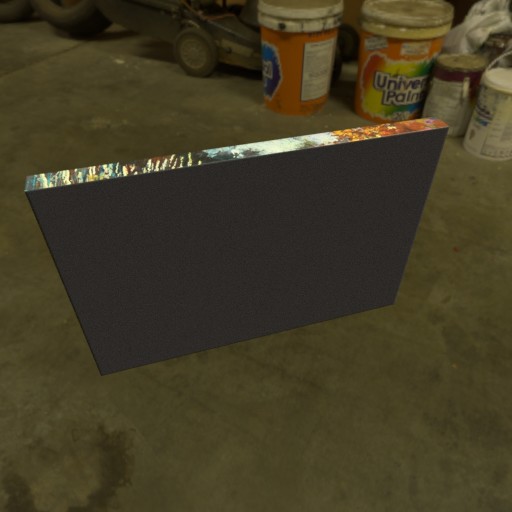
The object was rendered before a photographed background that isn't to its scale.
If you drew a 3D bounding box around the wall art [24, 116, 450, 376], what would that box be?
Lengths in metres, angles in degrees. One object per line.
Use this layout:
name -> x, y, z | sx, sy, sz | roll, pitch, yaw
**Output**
wall art -> 0.000, 0.000, 0.763 | 0.610, 0.406, 0.037 | -11, 43, -12
